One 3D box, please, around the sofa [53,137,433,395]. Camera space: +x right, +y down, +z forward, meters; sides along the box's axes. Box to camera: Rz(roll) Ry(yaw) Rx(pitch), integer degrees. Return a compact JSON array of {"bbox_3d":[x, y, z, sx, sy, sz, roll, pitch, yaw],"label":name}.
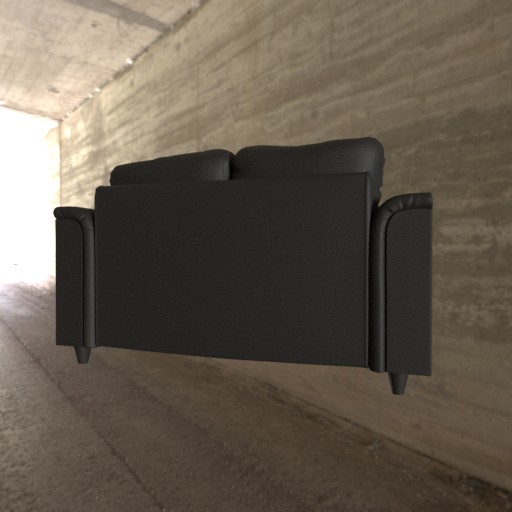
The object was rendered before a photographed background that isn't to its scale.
[{"bbox_3d":[0.000,0.000,1.934,1.386,0.845,0.887,0,1,18],"label":"sofa"}]
